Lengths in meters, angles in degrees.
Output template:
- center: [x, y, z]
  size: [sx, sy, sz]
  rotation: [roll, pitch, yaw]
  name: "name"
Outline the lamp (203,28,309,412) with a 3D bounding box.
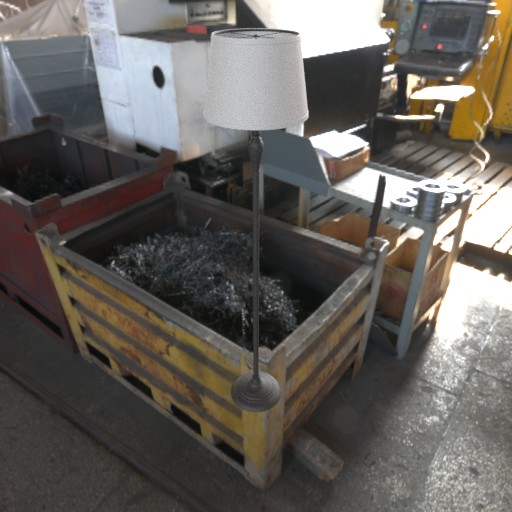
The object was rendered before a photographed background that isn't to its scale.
- center: [0.000, 0.000, 1.667]
  size: [0.327, 1.506, 0.327]
  rotation: [0, 33, 0]
  name: "lamp"
